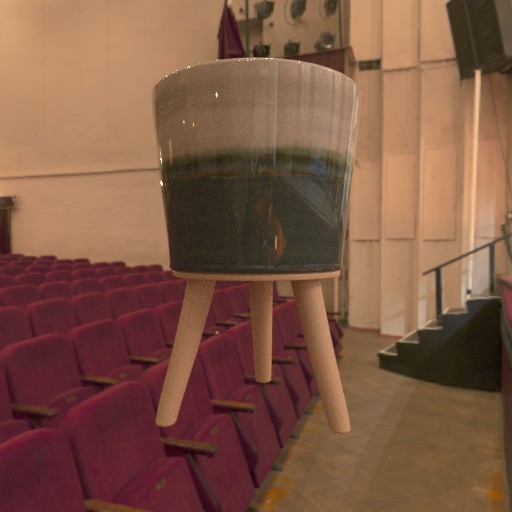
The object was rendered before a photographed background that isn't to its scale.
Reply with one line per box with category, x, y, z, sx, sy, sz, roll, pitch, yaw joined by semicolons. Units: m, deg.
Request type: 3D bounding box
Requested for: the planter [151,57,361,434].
planter;0.000;0.000;0.472;0.217;0.331;0.217;0;1;18
